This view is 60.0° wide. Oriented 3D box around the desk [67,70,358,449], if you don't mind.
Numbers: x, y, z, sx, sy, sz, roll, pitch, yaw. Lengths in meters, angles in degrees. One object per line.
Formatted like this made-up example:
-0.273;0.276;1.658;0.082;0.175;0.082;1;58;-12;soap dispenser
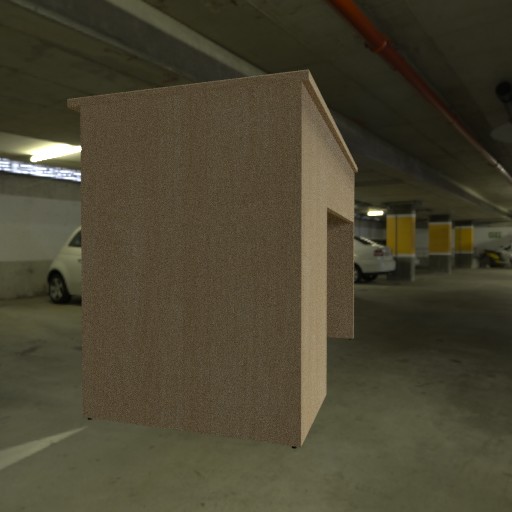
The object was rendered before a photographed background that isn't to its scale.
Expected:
0.000;0.000;1.460;0.560;0.735;1.097;0;1;18;desk
